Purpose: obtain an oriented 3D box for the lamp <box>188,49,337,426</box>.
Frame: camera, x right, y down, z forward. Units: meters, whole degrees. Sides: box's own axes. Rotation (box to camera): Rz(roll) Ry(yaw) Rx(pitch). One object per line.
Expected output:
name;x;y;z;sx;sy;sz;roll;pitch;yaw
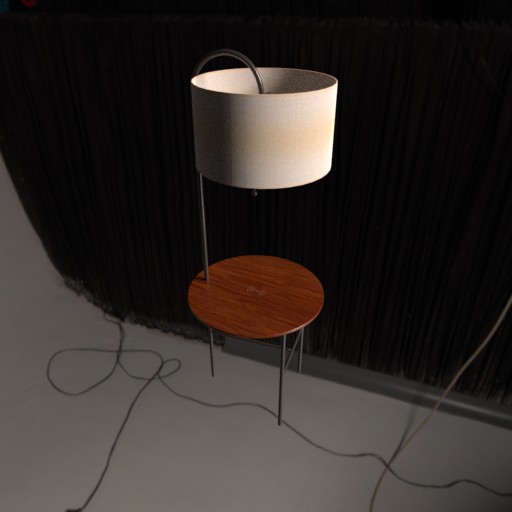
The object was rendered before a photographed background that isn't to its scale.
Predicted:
lamp;0.000;0.000;1.792;0.573;1.517;0.573;0;31;0
